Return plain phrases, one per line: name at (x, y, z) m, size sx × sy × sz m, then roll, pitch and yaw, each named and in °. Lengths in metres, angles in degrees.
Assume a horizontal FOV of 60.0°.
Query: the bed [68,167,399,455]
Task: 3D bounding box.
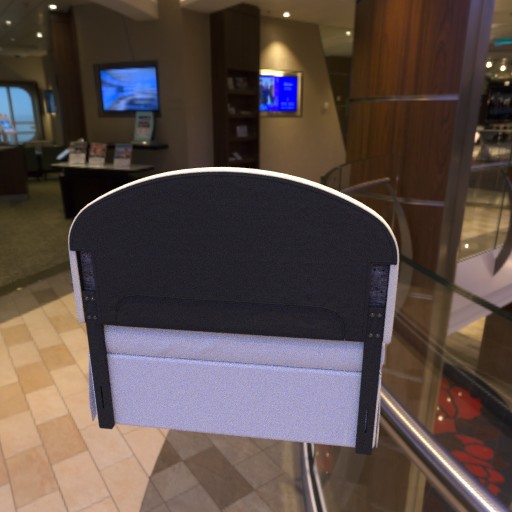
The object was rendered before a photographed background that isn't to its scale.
bed at (0.000, 0.000, 3.040) m, size 1.607 × 1.410 × 2.005 m, roll 2°, pitch 18°, yaw 8°
